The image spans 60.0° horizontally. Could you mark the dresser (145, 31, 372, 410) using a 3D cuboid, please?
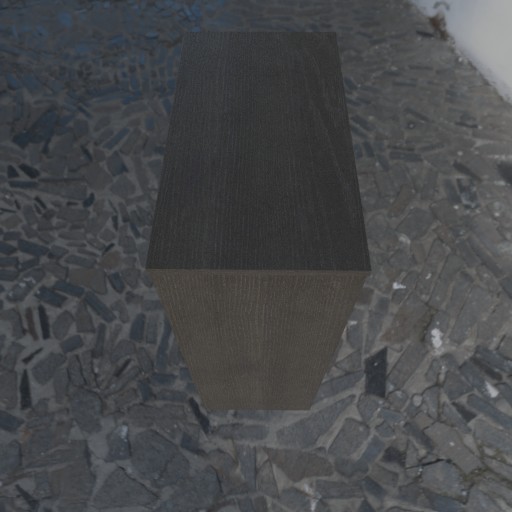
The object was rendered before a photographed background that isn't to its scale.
[{"bbox_3d":[0.000,0.000,1.365,0.398,1.020,0.700,0,58,0],"label":"dresser"}]
